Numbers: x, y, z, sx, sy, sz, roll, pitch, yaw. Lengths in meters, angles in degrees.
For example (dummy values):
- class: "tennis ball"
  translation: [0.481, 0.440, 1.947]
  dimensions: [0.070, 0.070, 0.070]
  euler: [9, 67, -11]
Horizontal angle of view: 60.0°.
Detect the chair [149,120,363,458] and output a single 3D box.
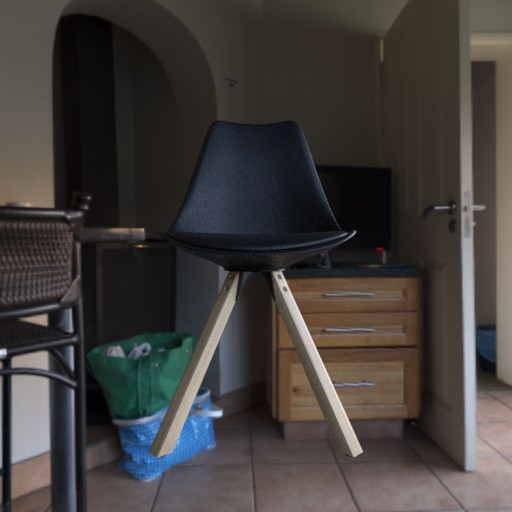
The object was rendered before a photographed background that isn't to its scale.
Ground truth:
- class: "chair"
  translation: [0.000, 0.000, 1.166]
  dimensions: [0.485, 0.850, 0.549]
  euler: [0, 1, 0]
